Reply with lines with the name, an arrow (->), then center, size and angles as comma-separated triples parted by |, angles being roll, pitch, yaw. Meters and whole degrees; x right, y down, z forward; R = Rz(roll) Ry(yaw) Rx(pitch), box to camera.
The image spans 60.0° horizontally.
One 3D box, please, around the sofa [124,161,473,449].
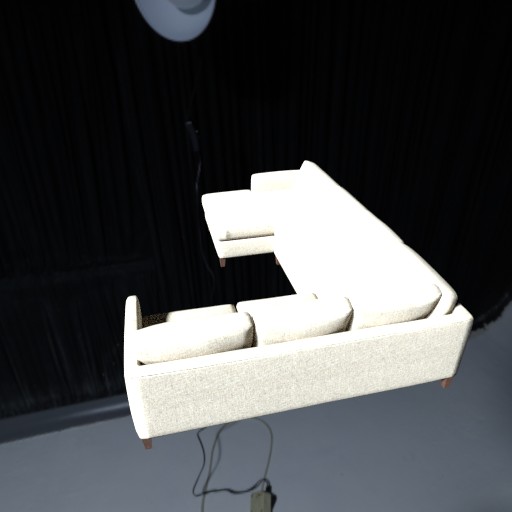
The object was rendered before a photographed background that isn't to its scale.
sofa -> 0.000, 0.000, 4.618 | 2.593, 0.959, 3.460 | -7, 31, -12
